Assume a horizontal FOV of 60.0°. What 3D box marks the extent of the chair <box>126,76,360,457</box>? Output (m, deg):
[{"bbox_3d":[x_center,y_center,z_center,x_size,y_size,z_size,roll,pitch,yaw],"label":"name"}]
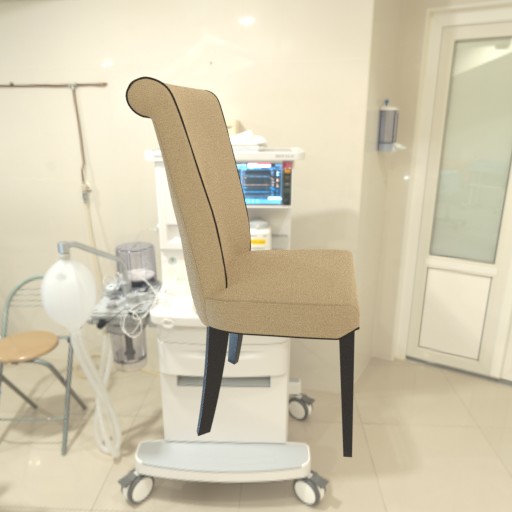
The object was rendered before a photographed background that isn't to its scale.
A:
[{"bbox_3d":[0.000,0.000,1.361,0.623,0.997,0.522,3,17,9],"label":"chair"}]
